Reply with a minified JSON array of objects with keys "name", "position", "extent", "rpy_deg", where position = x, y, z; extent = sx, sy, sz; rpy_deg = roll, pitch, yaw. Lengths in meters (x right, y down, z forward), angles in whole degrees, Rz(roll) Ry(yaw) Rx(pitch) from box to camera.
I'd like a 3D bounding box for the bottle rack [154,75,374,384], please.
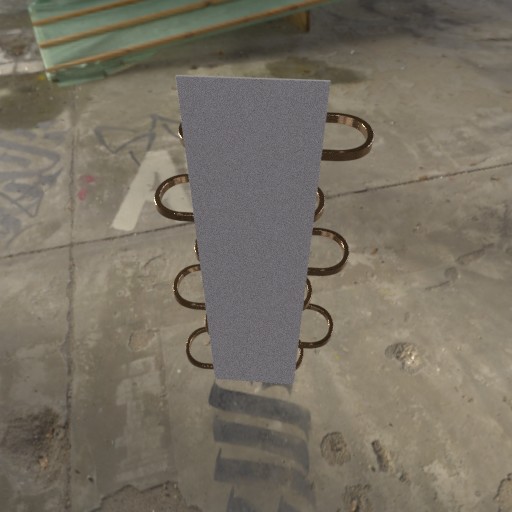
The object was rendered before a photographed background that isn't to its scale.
[{"name":"bottle rack","position":[0.000,0.000,0.812],"extent":[0.332,0.709,0.118],"rpy_deg":[3,46,3]}]
